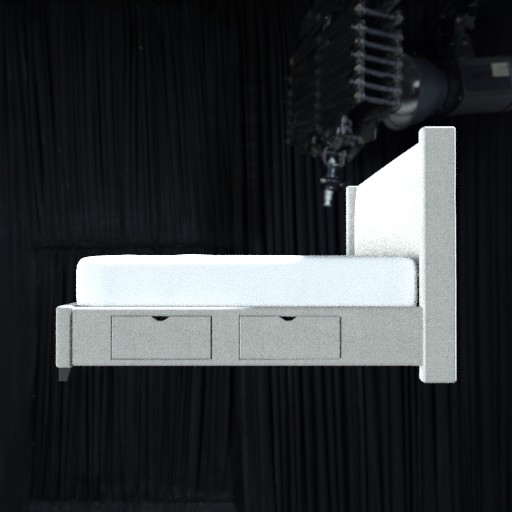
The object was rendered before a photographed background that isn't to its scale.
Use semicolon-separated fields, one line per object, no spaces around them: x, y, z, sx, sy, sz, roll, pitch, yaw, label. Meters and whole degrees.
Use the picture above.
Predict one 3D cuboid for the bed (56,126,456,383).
0.000;0.000;3.581;2.280;1.470;2.140;0;0;0;bed
